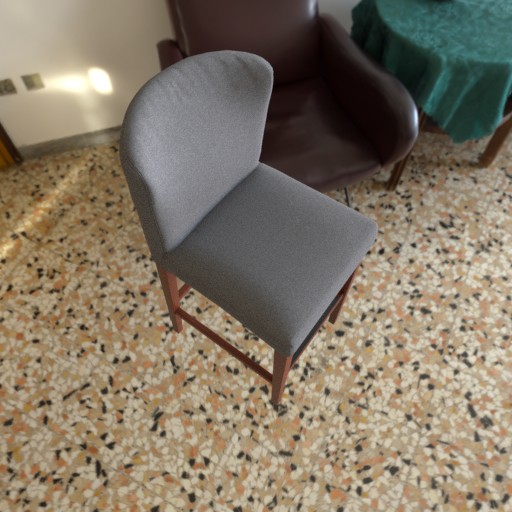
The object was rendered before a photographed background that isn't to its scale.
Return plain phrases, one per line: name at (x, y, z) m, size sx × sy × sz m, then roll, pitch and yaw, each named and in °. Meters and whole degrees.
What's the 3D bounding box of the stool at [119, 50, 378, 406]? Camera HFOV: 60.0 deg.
stool at (0.000, 0.000, 1.378) m, size 0.568 × 1.069 × 0.481 m, roll 32°, pitch 63°, yaw 18°
